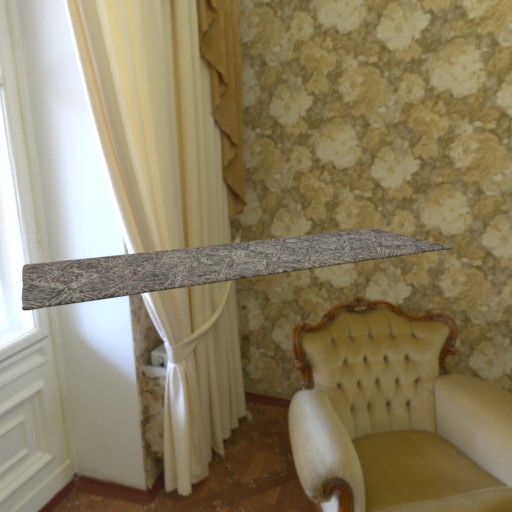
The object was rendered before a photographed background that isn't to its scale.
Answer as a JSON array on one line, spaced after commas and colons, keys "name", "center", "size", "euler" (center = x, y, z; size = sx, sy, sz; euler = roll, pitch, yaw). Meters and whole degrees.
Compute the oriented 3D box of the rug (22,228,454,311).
[{"name": "rug", "center": [0.000, 0.000, 2.452], "size": [2.305, 0.013, 0.719], "euler": [-7, 16, -26]}]
